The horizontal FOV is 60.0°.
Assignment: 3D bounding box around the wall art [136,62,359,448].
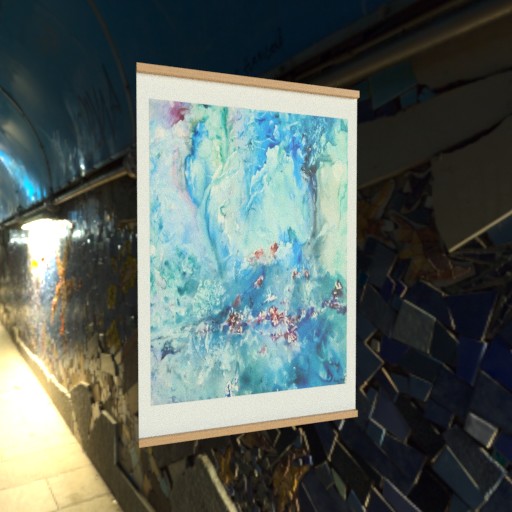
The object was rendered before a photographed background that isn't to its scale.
[{"bbox_3d":[0.000,0.000,1.294,0.669,1.020,0.027,0,1,-19],"label":"wall art"}]
